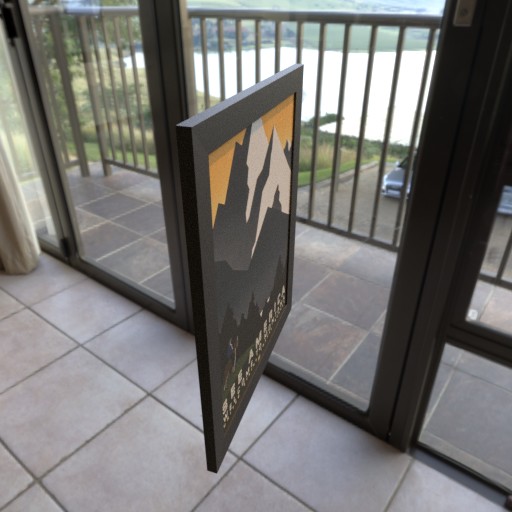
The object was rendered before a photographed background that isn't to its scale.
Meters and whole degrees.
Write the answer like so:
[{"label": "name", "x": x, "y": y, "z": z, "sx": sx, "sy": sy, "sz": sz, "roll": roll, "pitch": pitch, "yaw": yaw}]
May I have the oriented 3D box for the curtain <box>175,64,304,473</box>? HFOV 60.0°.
[{"label": "curtain", "x": 0.000, "y": 0.000, "z": 0.804, "sx": 0.027, "sy": 0.585, "sz": 0.483, "roll": 10, "pitch": 32, "yaw": 16}]
